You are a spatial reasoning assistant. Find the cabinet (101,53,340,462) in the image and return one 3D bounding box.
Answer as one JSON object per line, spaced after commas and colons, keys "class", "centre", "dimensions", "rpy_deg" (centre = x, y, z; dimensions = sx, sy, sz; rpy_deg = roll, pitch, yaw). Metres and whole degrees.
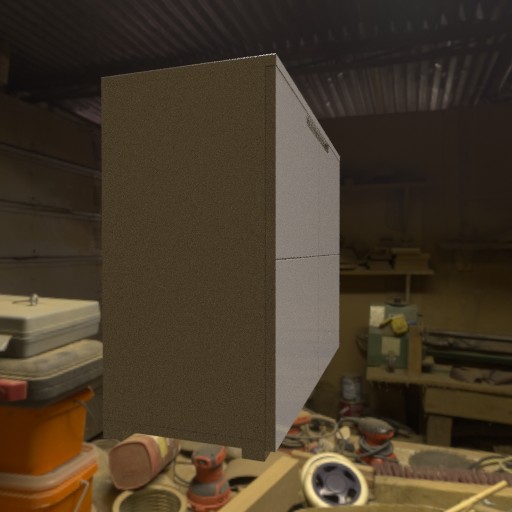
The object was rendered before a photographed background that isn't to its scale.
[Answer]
{"class": "cabinet", "centre": [0.000, 0.000, 1.400], "dimensions": [0.400, 0.800, 1.000], "rpy_deg": [0, 1, 18]}
